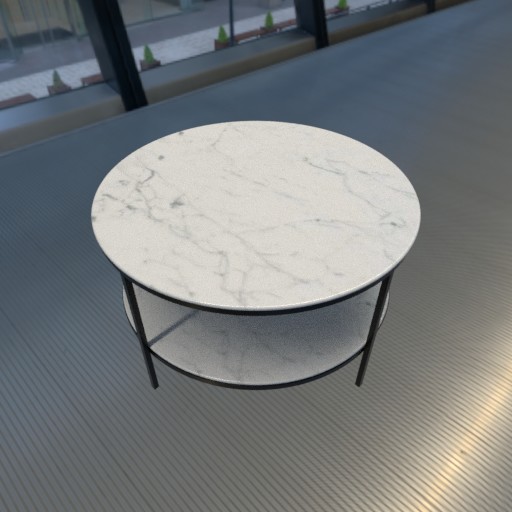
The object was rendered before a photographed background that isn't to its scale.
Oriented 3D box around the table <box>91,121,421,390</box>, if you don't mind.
[{"bbox_3d":[0.000,0.000,1.264,0.800,0.450,0.800,0,41,0],"label":"table"}]
